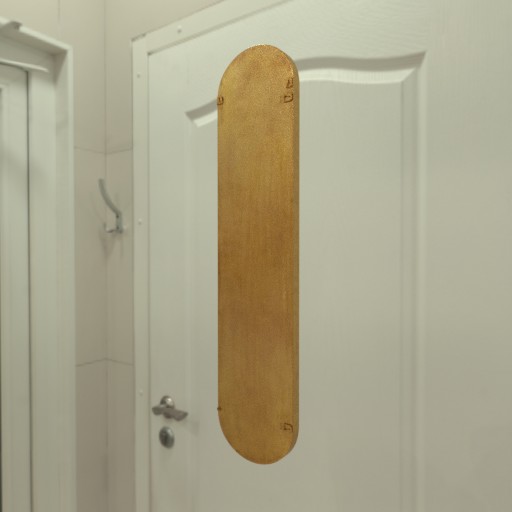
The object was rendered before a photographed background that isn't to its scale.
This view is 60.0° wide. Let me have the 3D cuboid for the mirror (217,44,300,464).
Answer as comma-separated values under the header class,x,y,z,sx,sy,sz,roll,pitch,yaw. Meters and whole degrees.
class,x,y,z,sx,sy,sz,roll,pitch,yaw
mirror,0.000,0.000,1.064,0.222,0.991,0.032,1,1,36
